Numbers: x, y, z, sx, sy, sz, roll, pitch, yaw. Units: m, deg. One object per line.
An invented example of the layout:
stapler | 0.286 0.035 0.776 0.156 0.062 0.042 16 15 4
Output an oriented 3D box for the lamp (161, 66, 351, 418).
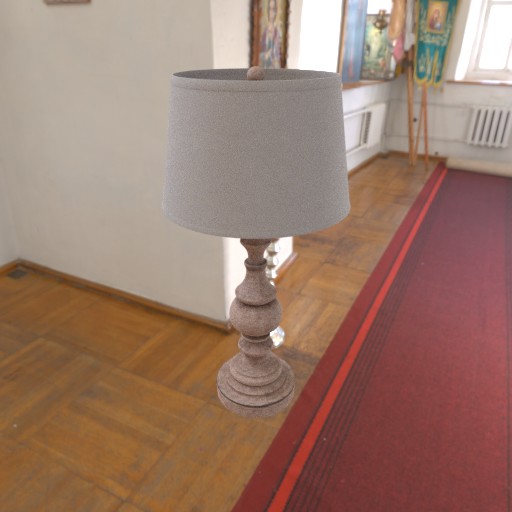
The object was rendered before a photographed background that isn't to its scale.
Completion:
lamp | 0.000 0.000 0.861 0.340 0.678 0.340 0 26 0
